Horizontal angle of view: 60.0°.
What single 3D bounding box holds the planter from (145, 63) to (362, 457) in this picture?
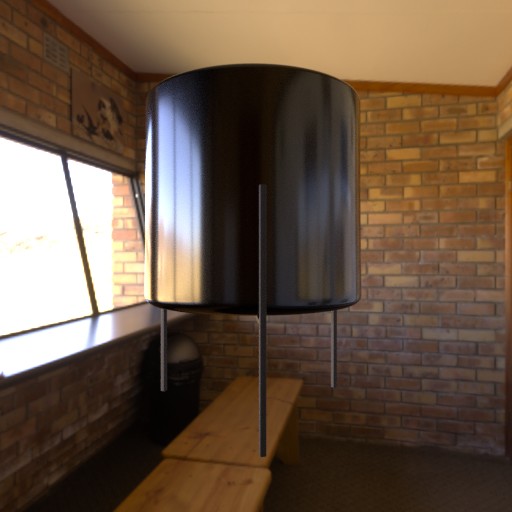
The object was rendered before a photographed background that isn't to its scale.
[{"bbox_3d":[0.000,0.000,0.637,0.310,0.432,0.310,0,0,-19],"label":"planter"}]
